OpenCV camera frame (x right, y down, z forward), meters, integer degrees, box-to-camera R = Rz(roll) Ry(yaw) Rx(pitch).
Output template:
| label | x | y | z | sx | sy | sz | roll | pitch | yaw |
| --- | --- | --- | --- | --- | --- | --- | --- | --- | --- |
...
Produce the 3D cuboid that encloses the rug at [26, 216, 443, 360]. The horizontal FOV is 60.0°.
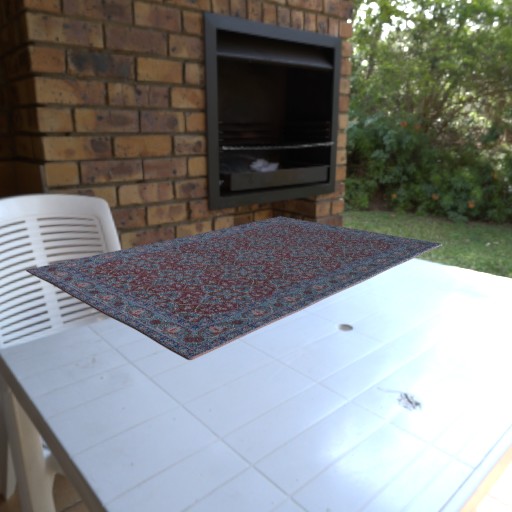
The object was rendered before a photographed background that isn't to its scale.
| label | x | y | z | sx | sy | sz | roll | pitch | yaw |
| --- | --- | --- | --- | --- | --- | --- | --- | --- | --- |
| rug | 0.000 | 0.000 | 2.293 | 1.219 | 0.009 | 1.829 | 14 | 21 | 41 |
